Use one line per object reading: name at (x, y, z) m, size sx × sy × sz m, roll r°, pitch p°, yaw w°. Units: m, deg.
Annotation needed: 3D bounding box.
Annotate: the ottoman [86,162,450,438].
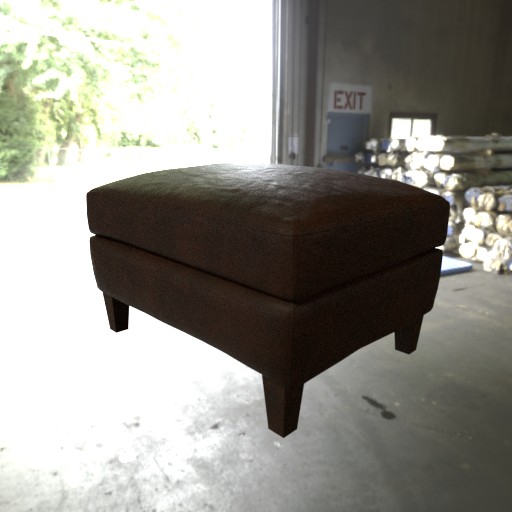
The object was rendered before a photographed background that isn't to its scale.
ottoman at (0.000, 0.000, 1.296) m, size 0.659 × 0.527 × 0.887 m, roll -14°, pitch 20°, yaw -42°
